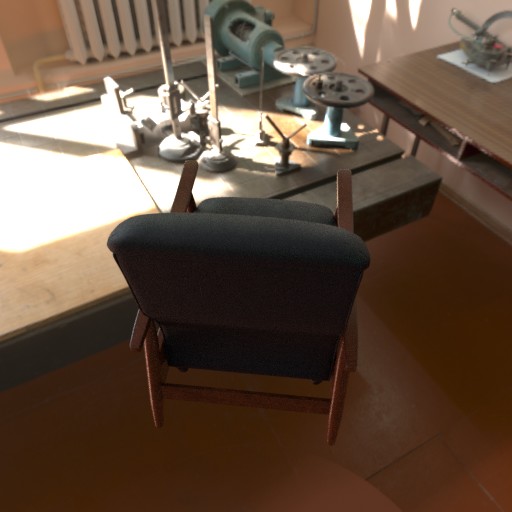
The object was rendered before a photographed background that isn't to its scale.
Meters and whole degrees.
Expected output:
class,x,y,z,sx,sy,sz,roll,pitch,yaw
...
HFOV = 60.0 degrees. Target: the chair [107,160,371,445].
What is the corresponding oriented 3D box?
class,x,y,z,sx,sy,sz,roll,pitch,yaw
chair,0.000,0.000,1.742,0.762,1.082,1.014,4,45,4
